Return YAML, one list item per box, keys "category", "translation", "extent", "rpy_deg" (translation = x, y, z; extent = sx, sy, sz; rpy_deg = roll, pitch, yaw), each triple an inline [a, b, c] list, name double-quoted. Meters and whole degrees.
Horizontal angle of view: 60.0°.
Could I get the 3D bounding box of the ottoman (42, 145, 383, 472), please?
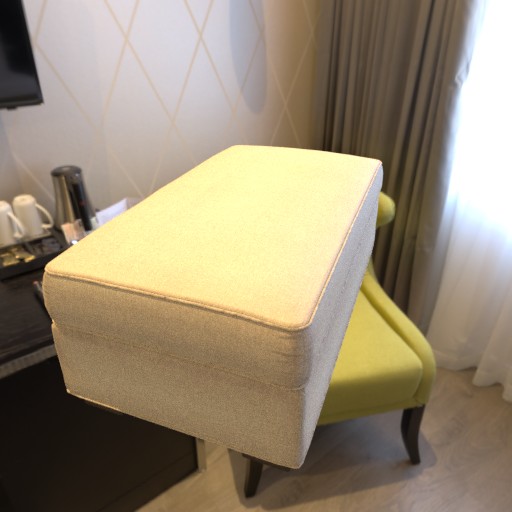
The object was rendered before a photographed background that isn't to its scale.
- category: "ottoman"
  translation: [0.000, 0.000, 1.378]
  extent: [0.617, 0.448, 1.097]
  rpy_deg: [11, 31, 18]
